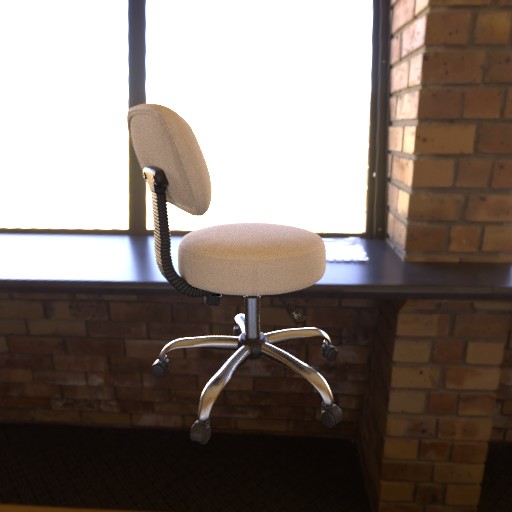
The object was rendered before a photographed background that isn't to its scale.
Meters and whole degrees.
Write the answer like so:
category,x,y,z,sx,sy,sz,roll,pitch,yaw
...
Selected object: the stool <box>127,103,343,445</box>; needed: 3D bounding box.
category,x,y,z,sx,sy,sz,roll,pitch,yaw
stool,0.000,0.000,1.264,0.616,0.810,0.609,-8,18,-27
